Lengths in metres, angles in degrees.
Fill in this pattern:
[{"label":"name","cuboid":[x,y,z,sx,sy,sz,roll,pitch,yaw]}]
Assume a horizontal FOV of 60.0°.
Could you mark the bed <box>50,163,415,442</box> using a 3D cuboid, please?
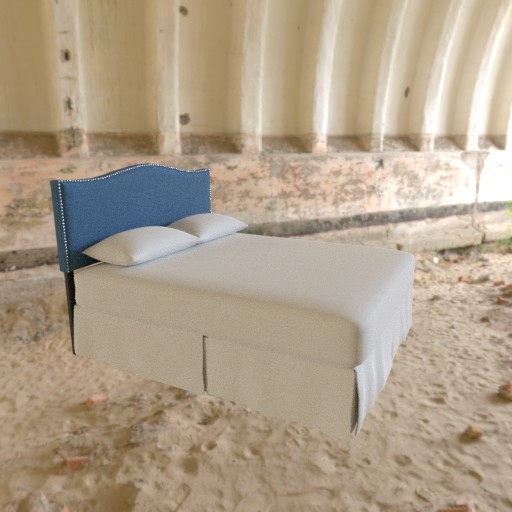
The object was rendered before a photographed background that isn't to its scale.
[{"label":"bed","cuboid":[0.000,0.000,2.935,1.872,1.169,1.610,7,16,27]}]
